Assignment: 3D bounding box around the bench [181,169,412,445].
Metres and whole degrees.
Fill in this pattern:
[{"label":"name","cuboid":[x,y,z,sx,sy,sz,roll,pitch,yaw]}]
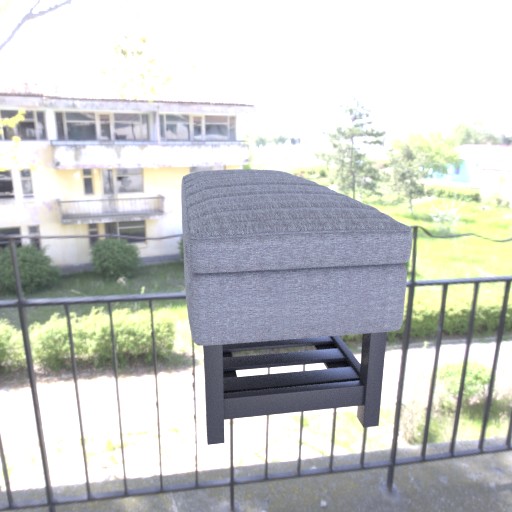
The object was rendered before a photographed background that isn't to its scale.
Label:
[{"label":"bench","cuboid":[0.000,0.000,1.337,0.429,0.470,1.100,-3,16,-9]}]
